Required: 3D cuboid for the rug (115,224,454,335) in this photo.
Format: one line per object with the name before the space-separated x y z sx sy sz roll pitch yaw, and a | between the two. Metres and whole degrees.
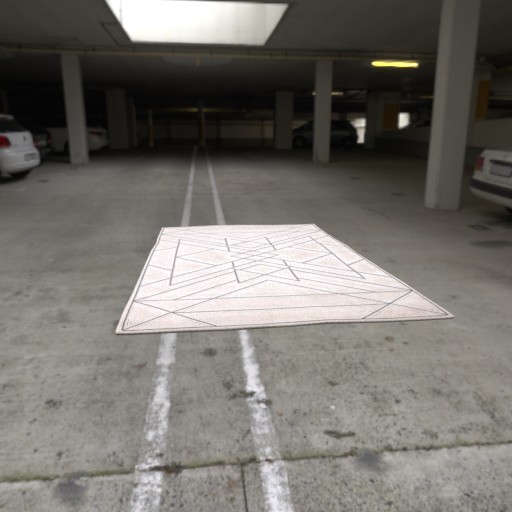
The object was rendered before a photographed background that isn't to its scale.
rug | 0.000 0.000 1.069 0.511 0.008 0.869 -2 14 -7
